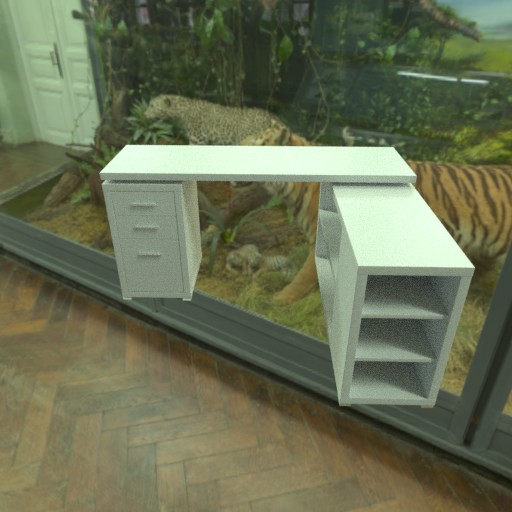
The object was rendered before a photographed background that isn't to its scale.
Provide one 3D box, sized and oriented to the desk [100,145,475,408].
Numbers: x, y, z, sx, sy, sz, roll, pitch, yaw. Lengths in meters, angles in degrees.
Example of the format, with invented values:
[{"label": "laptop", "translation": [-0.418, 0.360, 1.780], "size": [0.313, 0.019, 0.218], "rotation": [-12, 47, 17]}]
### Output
[{"label": "desk", "translation": [0.000, 0.000, 2.202], "size": [1.524, 0.753, 1.200], "rotation": [1, 30, 1]}]
